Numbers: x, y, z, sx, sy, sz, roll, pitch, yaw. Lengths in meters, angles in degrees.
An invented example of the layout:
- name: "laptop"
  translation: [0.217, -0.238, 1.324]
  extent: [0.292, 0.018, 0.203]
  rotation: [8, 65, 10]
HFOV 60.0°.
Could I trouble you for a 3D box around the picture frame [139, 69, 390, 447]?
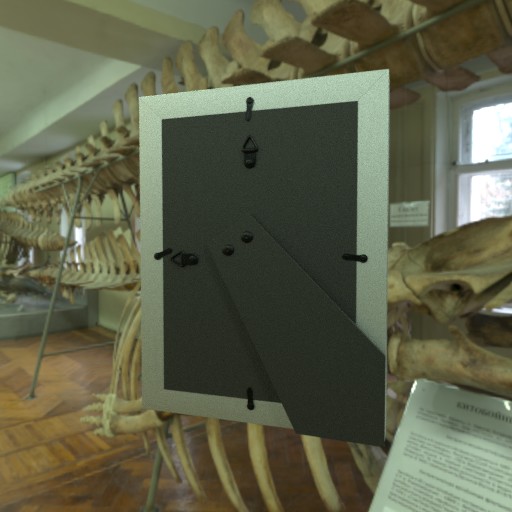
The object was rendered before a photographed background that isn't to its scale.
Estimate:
- name: "picture frame"
  translation: [0.000, 0.000, 0.277]
  extent: [0.157, 0.208, 0.028]
  rotation: [1, 2, 18]
